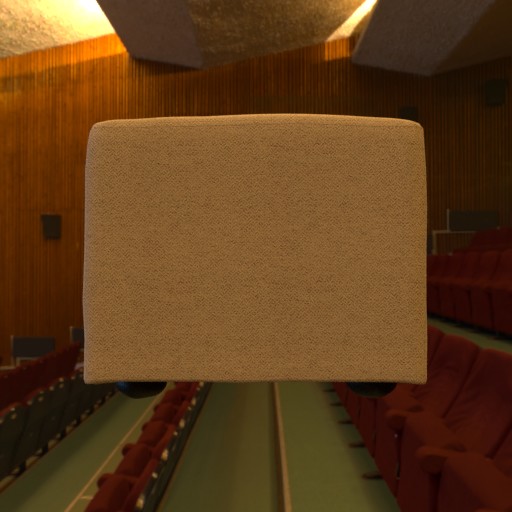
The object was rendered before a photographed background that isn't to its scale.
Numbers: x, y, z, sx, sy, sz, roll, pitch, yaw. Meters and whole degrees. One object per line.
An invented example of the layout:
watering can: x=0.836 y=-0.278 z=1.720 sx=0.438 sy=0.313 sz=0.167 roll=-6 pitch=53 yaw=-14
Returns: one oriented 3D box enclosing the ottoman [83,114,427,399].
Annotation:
ottoman: x=0.000 y=0.000 z=0.898 sx=0.512 sy=0.453 sz=0.521 roll=0 pitch=0 yaw=0
